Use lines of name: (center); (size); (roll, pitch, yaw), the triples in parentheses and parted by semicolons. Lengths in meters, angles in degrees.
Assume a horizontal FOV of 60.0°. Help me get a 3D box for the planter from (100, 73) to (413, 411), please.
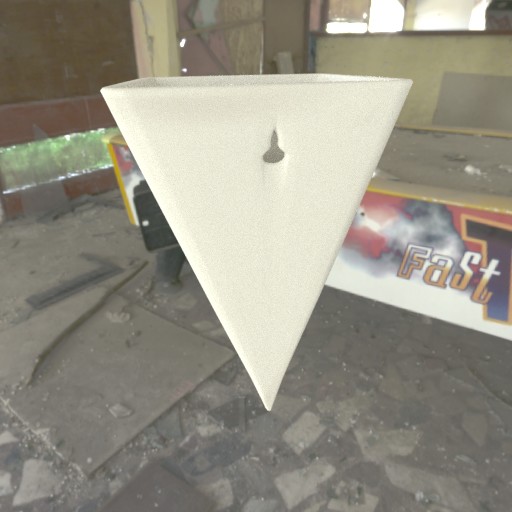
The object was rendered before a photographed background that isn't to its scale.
planter: (0.000, 0.000, 0.265); (0.150, 0.197, 0.060); (-8, 27, -16)
